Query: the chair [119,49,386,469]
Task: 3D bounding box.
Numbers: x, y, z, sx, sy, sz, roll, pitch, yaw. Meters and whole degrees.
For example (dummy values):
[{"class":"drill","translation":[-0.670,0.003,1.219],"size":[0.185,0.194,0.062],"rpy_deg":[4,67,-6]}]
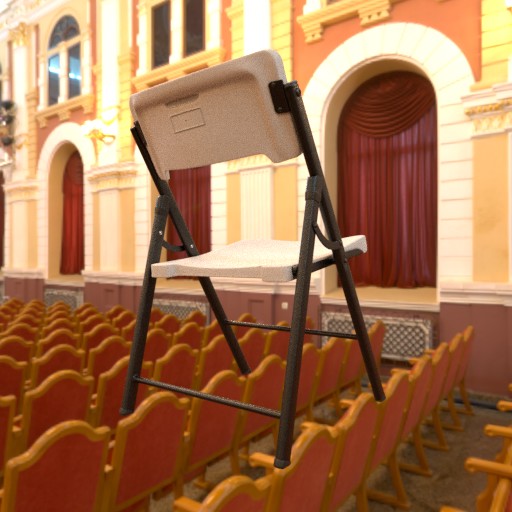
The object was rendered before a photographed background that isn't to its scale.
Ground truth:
[{"class":"chair","translation":[0.000,0.000,1.118],"size":[0.482,0.765,0.577],"rpy_deg":[0,0,37]}]
